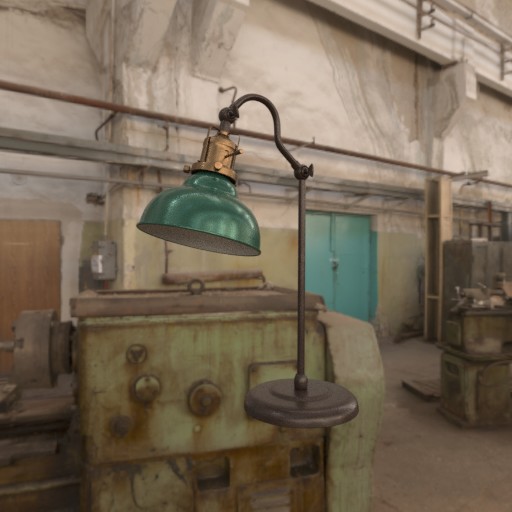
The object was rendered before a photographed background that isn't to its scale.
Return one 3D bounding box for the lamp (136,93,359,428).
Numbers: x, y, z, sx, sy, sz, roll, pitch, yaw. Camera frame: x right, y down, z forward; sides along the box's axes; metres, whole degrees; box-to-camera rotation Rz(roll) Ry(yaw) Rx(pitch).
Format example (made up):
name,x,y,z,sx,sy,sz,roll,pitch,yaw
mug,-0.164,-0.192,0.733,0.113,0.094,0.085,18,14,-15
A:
name,x,y,z,sx,sy,sz,roll,pitch,yaw
lamp,0.000,0.000,0.696,0.374,0.508,0.192,0,0,-34
